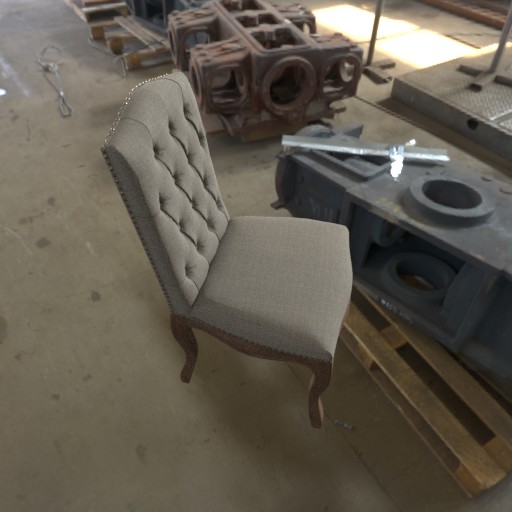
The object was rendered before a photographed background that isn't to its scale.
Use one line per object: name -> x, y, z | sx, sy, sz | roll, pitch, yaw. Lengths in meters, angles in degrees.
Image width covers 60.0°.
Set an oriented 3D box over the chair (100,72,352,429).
chair -> 0.000, 0.000, 1.614 | 0.731, 1.191, 0.637 | 9, 46, 9
